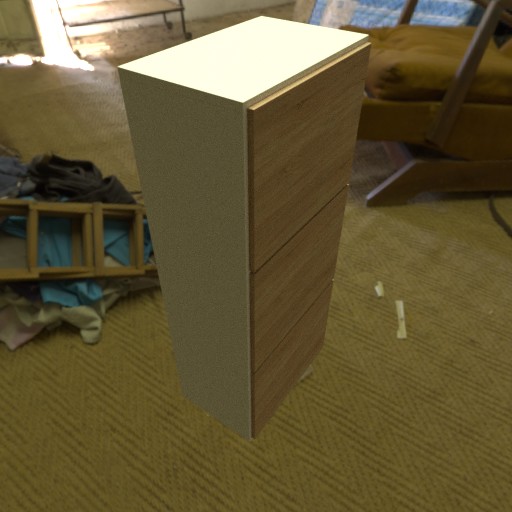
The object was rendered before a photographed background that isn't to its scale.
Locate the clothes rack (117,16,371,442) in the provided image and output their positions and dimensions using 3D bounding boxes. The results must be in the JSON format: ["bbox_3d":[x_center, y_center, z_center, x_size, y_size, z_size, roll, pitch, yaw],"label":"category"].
[{"bbox_3d":[0.000,0.000,1.352,0.331,1.187,0.500,25,47,26],"label":"clothes rack"}]
